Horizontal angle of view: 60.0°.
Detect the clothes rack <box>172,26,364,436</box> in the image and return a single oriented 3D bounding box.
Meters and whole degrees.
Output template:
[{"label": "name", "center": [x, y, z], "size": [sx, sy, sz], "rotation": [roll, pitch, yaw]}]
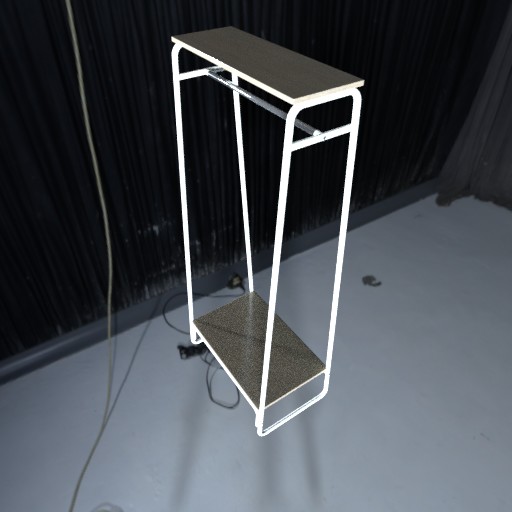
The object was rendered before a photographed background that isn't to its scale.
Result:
[{"label": "clothes rack", "center": [0.000, 0.000, 1.762], "size": [0.400, 1.512, 0.640], "rotation": [-24, 46, -25]}]
